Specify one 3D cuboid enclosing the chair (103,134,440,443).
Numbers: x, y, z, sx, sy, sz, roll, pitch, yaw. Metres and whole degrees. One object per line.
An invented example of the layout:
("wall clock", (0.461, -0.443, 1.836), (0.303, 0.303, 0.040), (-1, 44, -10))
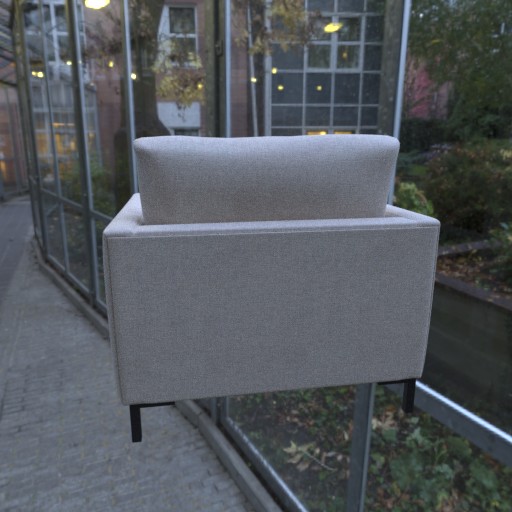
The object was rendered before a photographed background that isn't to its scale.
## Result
("chair", (0.000, 0.000, 1.641), (0.963, 0.861, 0.866), (-2, 15, -9))
